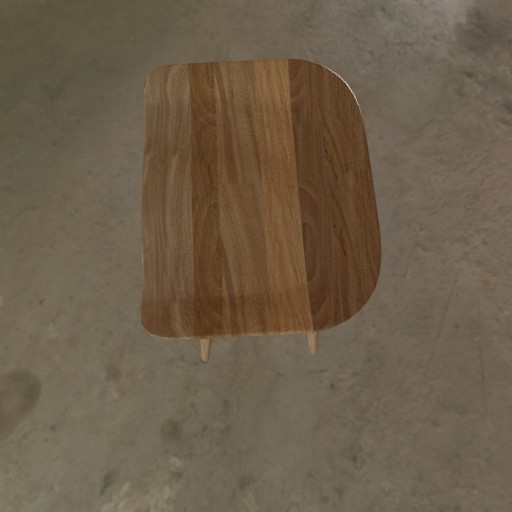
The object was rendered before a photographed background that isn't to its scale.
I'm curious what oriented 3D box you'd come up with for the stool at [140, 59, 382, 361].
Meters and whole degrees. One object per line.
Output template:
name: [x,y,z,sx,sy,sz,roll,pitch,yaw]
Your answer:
stool: [0.000,0.000,0.941,0.322,0.698,0.407,-3,74,-1]
